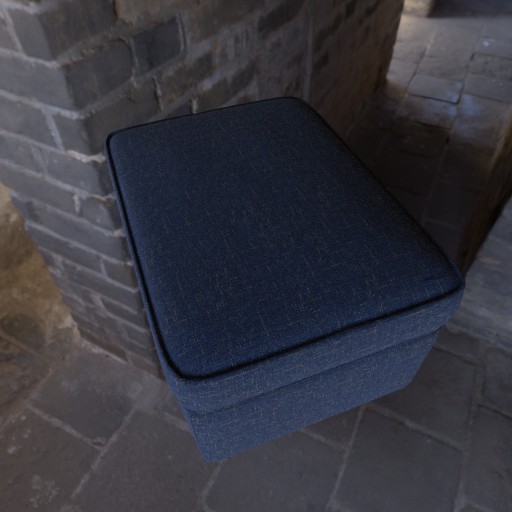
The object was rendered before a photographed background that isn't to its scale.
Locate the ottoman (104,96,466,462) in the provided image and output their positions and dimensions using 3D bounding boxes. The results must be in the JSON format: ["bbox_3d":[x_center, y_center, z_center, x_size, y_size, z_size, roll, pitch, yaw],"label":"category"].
[{"bbox_3d":[0.000,0.000,1.059,0.549,0.450,0.749,-16,50,-14],"label":"ottoman"}]
